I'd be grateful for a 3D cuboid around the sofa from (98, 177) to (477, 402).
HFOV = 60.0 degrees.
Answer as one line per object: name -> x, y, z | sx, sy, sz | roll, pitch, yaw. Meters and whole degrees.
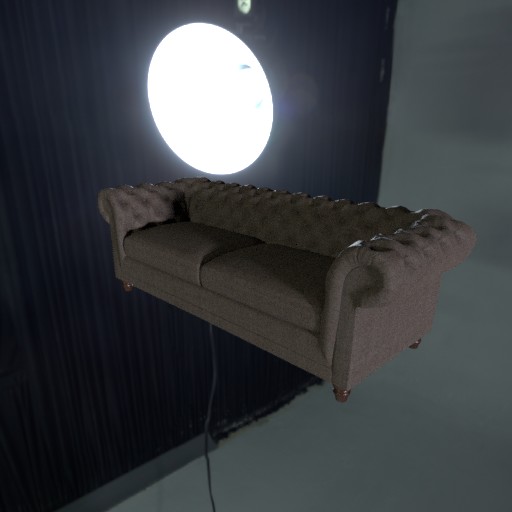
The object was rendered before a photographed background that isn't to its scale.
sofa -> 0.000, 0.000, 2.819 | 0.944, 0.787, 2.385 | -16, 23, -42
